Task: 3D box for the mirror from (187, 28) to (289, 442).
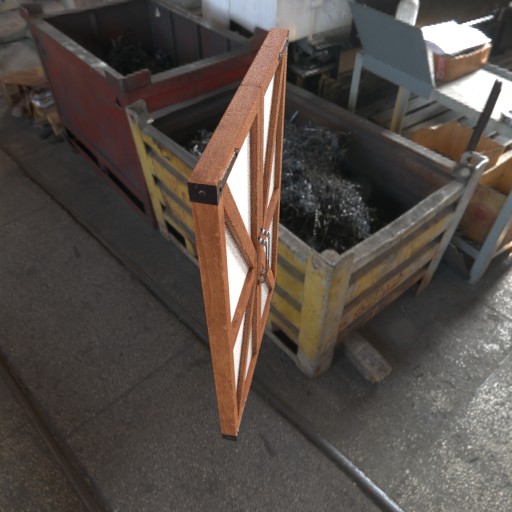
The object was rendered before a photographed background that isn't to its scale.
[{"bbox_3d":[0.000,0.000,0.966,0.053,0.761,0.517,9,47,9],"label":"mirror"}]
